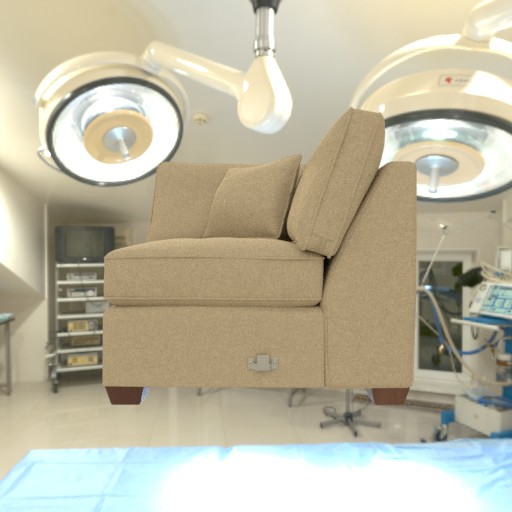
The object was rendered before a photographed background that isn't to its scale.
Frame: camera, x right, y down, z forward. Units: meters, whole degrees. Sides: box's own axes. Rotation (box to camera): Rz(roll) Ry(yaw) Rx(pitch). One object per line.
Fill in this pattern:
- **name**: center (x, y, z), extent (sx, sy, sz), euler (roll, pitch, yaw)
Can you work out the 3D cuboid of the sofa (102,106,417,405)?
- **sofa**: center (0.000, 0.000, 2.005), extent (1.084, 1.002, 1.146), euler (0, 1, 0)
